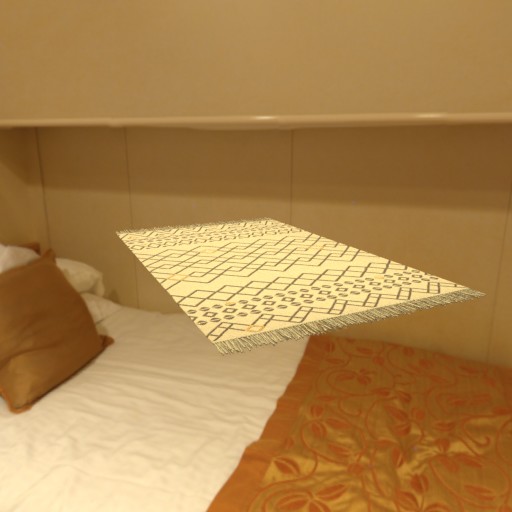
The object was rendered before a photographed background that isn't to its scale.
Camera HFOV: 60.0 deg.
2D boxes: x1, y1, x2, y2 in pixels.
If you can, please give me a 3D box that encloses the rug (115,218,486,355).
[{"bbox_3d":[0.000,0.000,3.063,1.495,0.035,2.472,-7,17,-25],"label":"rug"}]
